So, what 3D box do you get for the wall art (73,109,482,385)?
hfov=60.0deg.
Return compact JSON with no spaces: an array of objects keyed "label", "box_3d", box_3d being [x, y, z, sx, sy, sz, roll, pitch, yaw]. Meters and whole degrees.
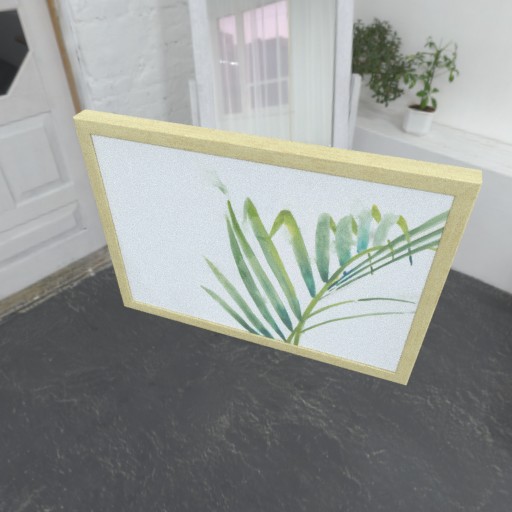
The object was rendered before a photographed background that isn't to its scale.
[{"label":"wall art","box_3d":[0.000,0.000,0.683,0.533,0.381,0.032,13,42,15]}]
